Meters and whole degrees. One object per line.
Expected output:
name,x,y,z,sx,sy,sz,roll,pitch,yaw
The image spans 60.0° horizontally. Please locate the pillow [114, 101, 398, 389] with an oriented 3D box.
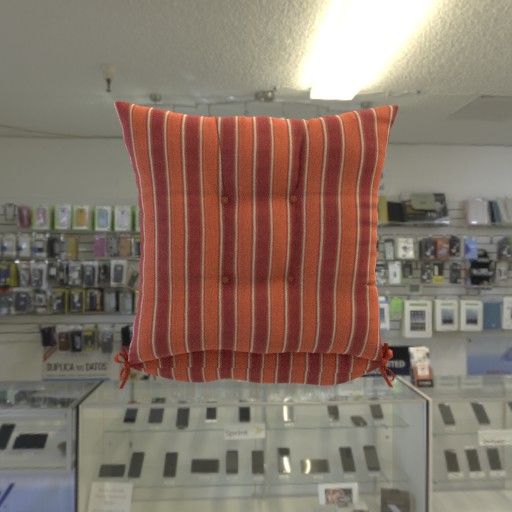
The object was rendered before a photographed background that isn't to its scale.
pillow,0.000,0.000,1.022,0.541,0.536,0.585,0,-1,-1
